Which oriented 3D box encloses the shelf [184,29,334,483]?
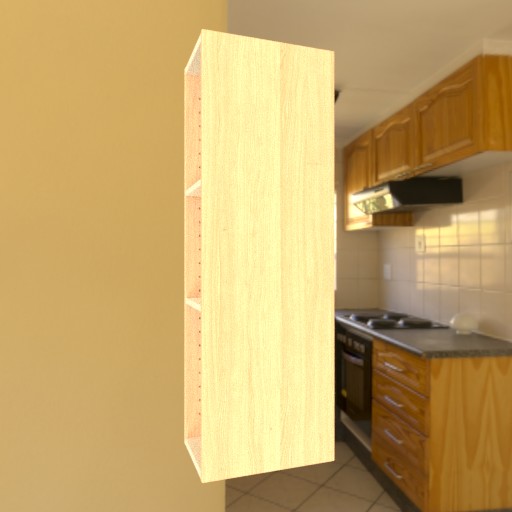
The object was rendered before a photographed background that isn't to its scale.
[{"bbox_3d":[0.000,0.000,1.000,0.290,0.882,0.197,0,0,-19],"label":"shelf"}]
